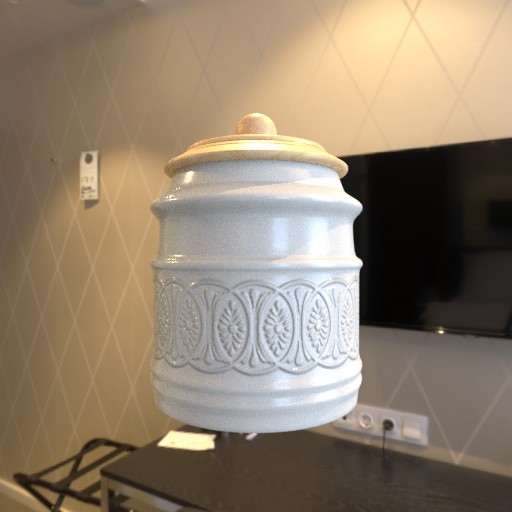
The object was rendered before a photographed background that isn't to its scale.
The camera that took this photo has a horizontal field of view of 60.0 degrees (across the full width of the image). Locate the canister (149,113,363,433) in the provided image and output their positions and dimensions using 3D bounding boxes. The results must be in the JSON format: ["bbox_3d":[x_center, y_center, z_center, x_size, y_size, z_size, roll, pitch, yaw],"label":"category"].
[{"bbox_3d":[0.000,0.000,0.278,0.130,0.176,0.130,0,0,0],"label":"canister"}]
